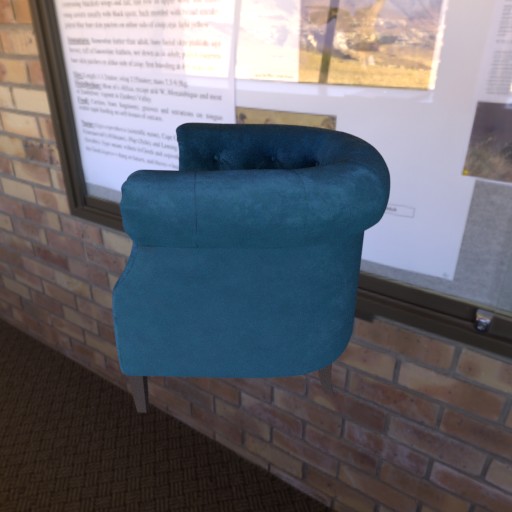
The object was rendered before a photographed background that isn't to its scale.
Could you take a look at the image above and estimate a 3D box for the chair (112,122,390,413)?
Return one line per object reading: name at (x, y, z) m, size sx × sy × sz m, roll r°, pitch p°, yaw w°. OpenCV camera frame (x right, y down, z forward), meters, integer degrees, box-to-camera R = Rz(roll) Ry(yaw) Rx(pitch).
chair at (0.000, 0.000, 1.614) m, size 0.851 × 0.826 × 0.904 m, roll 1°, pitch 27°, yaw 1°
